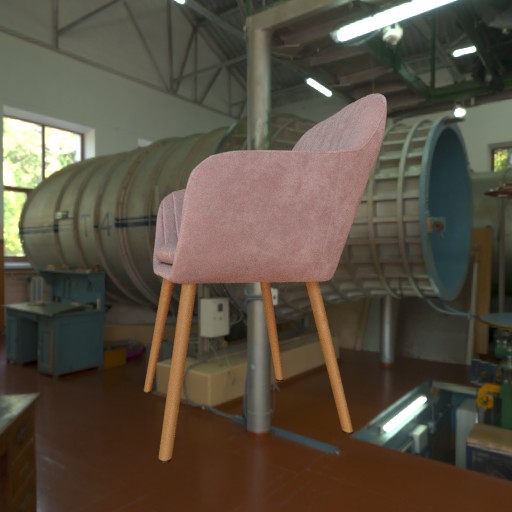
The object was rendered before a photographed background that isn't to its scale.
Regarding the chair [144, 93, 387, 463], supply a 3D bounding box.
[{"bbox_3d":[0.000,0.000,1.210,0.570,0.832,0.610,0,1,-18],"label":"chair"}]
